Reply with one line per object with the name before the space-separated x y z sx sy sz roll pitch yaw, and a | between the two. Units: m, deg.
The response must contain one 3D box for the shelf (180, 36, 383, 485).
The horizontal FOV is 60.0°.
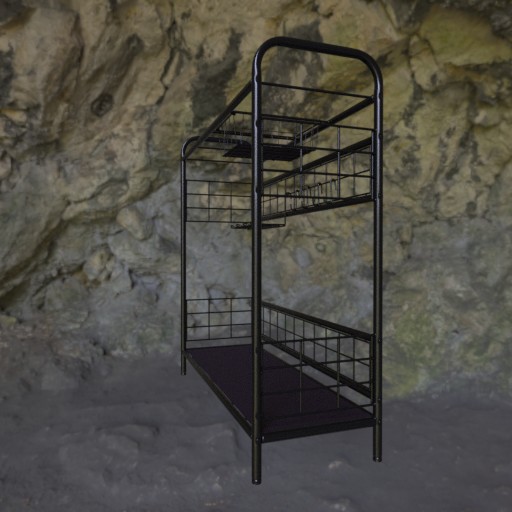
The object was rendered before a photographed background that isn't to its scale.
shelf | 0.000 0.000 1.505 0.350 1.026 0.961 0 1 -19
